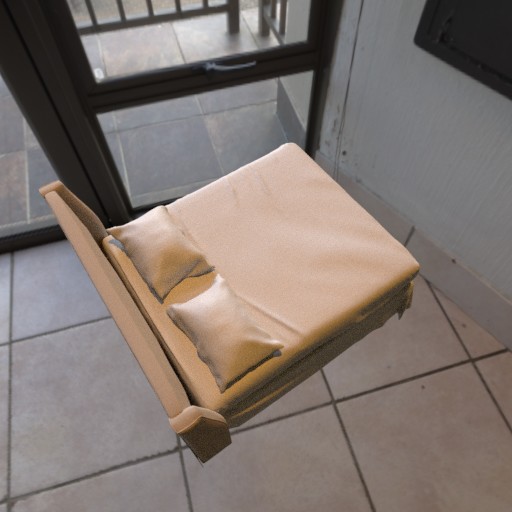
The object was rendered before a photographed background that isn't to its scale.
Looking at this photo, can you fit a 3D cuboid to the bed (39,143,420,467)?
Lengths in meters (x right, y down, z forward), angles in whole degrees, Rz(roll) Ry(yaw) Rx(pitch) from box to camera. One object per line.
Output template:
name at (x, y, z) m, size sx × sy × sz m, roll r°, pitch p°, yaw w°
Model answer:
bed at (0.000, 0.000, 3.447) m, size 2.276 × 1.332 × 1.925 m, roll -31°, pitch 63°, yaw -17°
